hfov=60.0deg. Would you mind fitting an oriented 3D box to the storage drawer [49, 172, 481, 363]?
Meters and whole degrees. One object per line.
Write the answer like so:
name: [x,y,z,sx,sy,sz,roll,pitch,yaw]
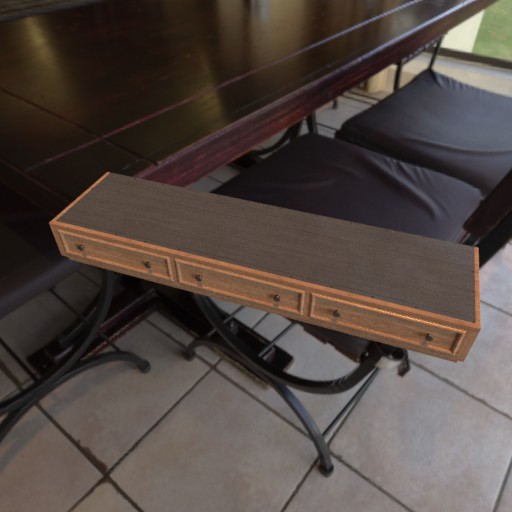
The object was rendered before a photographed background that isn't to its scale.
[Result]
storage drawer: [0.000,0.000,2.239,2.032,0.264,0.538,13,43,14]
